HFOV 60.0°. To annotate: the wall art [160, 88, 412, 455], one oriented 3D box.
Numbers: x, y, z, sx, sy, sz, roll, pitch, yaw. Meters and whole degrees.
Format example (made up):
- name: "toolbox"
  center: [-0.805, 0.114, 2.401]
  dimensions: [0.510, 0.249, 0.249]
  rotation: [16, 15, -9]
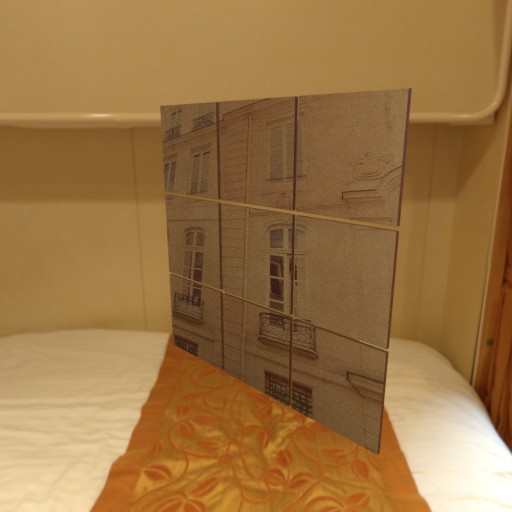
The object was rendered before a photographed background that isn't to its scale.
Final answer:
- name: "wall art"
  center: [0.000, 0.000, 1.365]
  dimensions: [0.915, 0.913, 0.018]
  rotation: [15, 21, 42]
